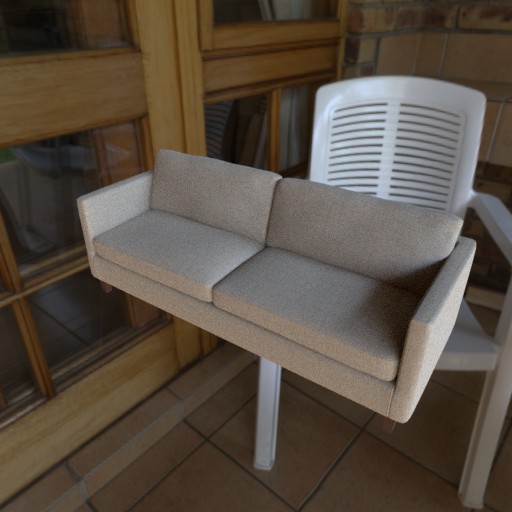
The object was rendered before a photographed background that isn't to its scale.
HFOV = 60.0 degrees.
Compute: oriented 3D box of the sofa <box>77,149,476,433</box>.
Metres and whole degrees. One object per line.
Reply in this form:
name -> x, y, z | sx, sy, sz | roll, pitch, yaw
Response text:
sofa -> 0.000, 0.000, 2.910 | 2.434, 0.965, 0.951 | 19, 35, 29
